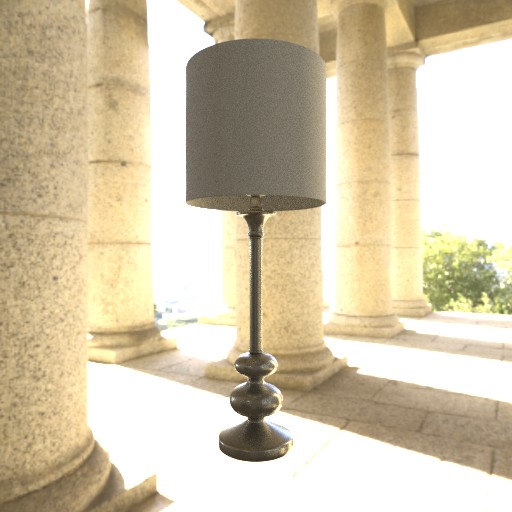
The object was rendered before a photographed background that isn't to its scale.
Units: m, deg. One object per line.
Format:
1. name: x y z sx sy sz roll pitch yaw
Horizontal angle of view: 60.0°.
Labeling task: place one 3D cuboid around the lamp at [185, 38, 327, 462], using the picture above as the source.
1. lamp: 0.000 0.000 0.804 0.254 0.690 0.254 0 0 1
